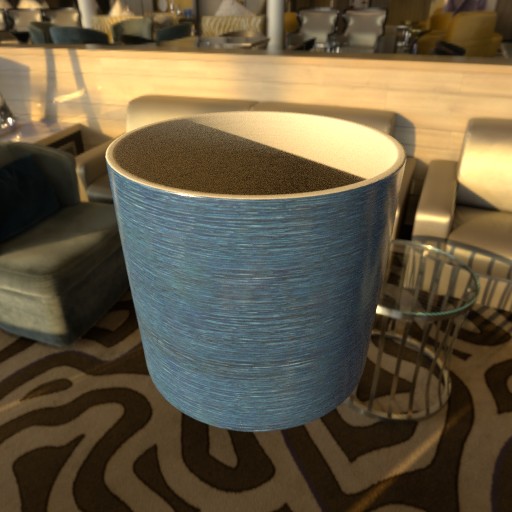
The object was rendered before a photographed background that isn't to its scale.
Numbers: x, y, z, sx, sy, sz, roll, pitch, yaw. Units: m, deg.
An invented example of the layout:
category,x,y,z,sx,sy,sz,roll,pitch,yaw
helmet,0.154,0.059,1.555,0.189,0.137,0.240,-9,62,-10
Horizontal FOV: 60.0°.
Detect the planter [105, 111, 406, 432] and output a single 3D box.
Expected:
category,x,y,z,sx,sy,sz,roll,pitch,yaw
planter,0.000,0.000,0.390,0.221,0.201,0.221,0,30,0
